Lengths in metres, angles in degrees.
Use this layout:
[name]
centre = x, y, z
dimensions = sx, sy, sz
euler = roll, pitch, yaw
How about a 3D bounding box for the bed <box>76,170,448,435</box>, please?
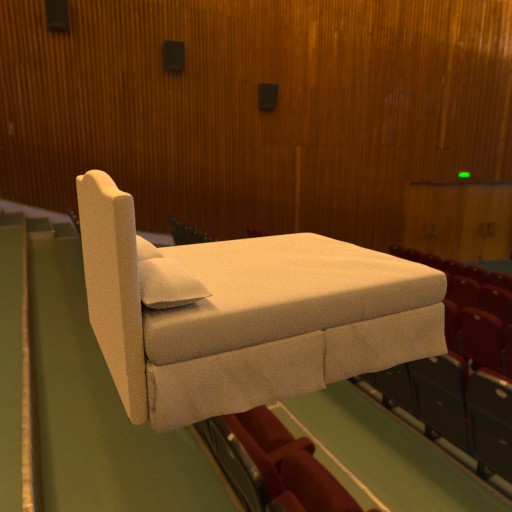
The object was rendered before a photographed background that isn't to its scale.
[bed]
centre = 0.000, 0.000, 3.631
dimensions = 2.477, 1.437, 1.977
euler = -7, 16, -27
